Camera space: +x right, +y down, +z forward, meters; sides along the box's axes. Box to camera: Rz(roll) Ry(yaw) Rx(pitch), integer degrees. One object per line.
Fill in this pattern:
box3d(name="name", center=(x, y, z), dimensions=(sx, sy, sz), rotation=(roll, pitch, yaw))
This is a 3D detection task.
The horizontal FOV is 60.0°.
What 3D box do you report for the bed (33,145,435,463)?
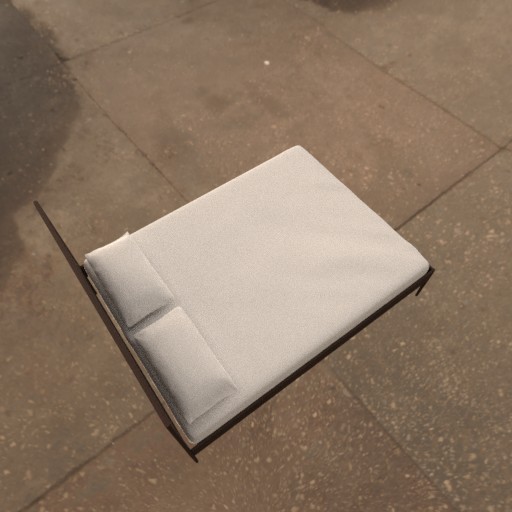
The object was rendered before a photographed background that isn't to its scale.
box3d(name="bed", center=(0.000, 0.000, 3.107), dimensions=(2.122, 1.173, 1.572), rotation=(-32, 63, -18))
